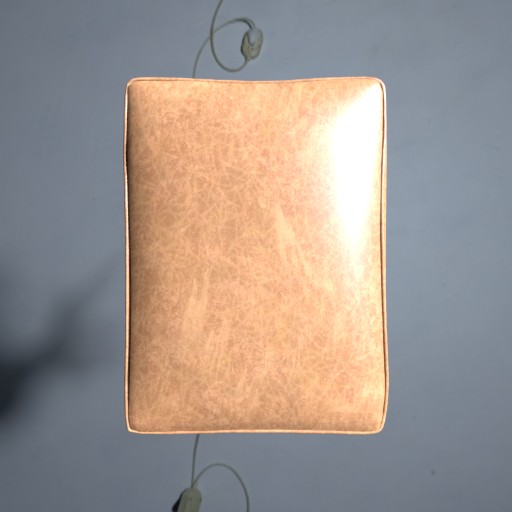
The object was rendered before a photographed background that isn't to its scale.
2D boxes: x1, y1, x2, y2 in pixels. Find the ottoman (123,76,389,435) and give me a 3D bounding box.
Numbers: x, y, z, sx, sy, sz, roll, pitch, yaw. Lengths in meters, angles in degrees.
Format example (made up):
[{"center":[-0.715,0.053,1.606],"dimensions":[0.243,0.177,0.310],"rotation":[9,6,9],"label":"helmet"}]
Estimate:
[{"center":[0.000,0.000,1.097],"dimensions":[0.554,0.468,0.756],"rotation":[0,90,0],"label":"ottoman"}]
